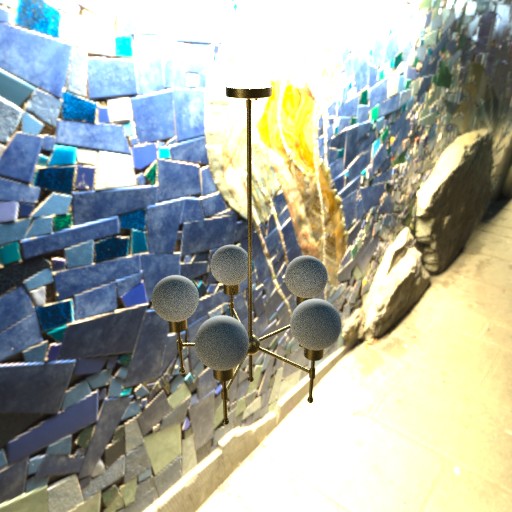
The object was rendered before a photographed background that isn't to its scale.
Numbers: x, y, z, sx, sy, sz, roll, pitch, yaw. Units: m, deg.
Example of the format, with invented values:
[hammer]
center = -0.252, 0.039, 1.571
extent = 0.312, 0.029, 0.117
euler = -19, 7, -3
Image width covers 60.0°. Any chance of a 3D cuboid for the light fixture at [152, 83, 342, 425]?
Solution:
[light fixture]
center = 0.000, 0.000, 1.844
extent = 0.785, 1.331, 0.815
euler = -18, 32, -32
